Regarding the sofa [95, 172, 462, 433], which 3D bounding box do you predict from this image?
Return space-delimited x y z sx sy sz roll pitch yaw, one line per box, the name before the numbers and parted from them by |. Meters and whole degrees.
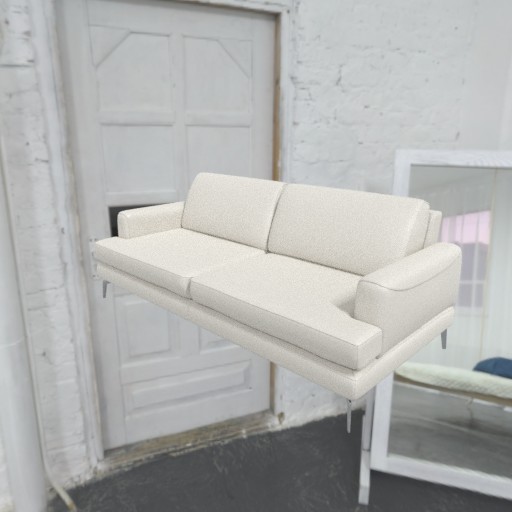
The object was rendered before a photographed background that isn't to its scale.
sofa | 0.000 0.000 2.475 1.940 0.765 0.974 16 23 42
